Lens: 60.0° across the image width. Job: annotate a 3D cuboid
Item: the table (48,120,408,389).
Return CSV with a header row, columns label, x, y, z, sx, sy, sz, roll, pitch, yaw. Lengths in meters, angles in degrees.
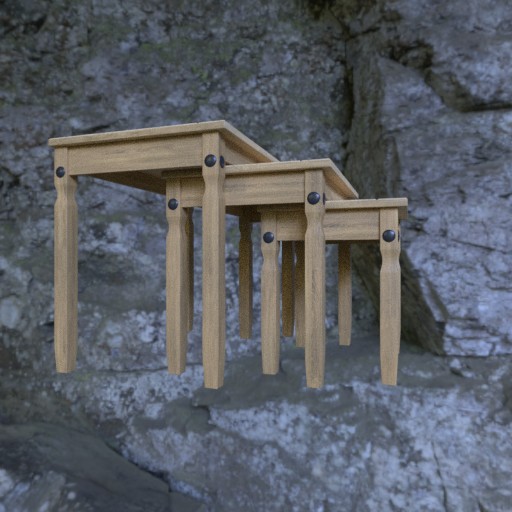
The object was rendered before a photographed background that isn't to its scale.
label,x,y,z,sx,sy,sz,roll,pitch,yaw
table,0.000,0.000,1.195,0.773,0.535,0.660,0,0,19
